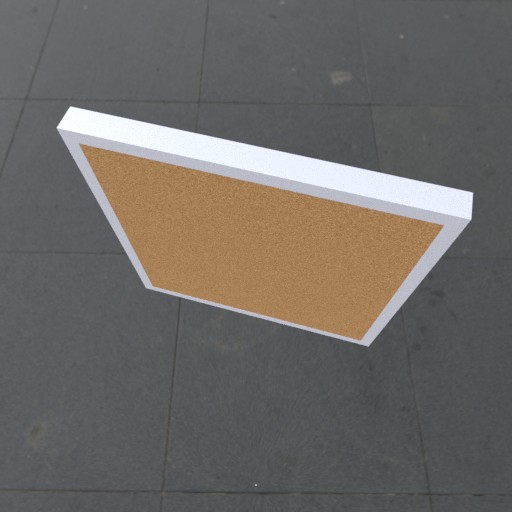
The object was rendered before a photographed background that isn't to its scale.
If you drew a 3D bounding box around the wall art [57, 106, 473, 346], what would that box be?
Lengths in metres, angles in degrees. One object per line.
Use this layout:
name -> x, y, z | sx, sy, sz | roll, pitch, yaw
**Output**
wall art -> 0.000, 0.000, 0.758 | 0.507, 0.508, 0.038 | 14, 64, 7
